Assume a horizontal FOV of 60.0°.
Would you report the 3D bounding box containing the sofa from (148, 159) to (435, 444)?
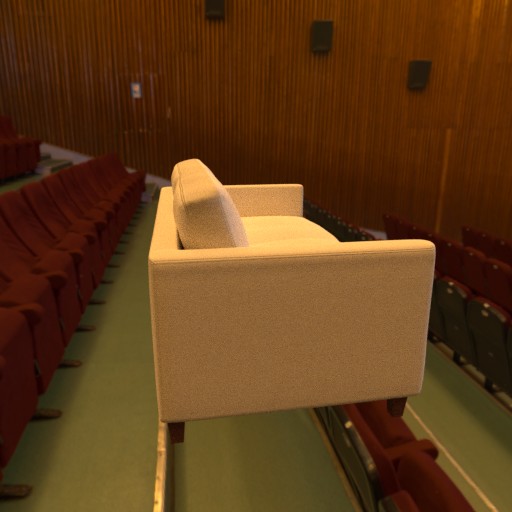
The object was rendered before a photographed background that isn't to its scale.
[{"bbox_3d":[0.000,0.000,2.223,0.964,0.888,1.702,-3,16,-10],"label":"sofa"}]
